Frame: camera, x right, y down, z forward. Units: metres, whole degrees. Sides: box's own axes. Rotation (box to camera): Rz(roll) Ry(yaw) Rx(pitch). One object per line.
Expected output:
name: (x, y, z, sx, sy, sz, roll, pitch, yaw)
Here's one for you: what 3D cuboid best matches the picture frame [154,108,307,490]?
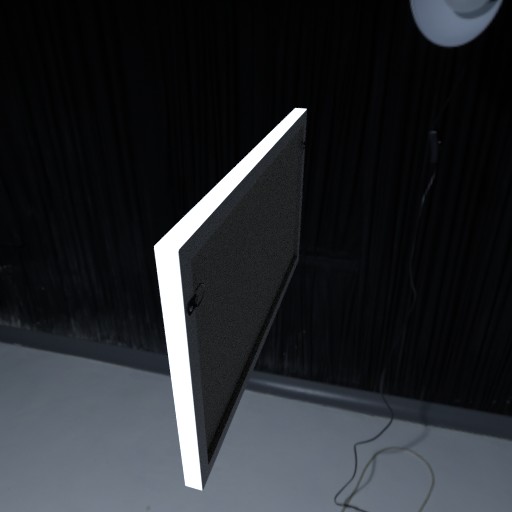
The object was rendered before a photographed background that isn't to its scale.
picture frame: (0.000, 0.000, 0.785, 0.044, 0.379, 0.647, 8, 31, 14)
